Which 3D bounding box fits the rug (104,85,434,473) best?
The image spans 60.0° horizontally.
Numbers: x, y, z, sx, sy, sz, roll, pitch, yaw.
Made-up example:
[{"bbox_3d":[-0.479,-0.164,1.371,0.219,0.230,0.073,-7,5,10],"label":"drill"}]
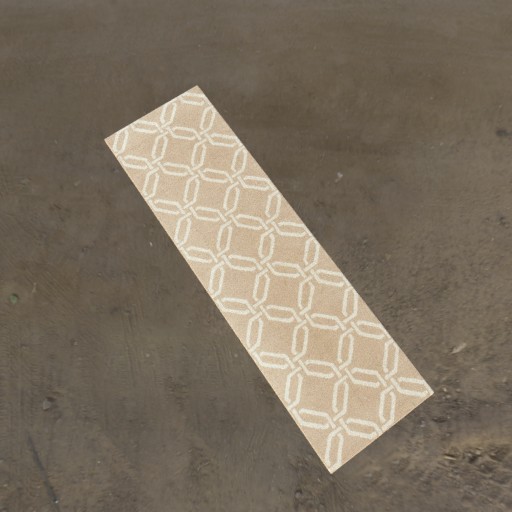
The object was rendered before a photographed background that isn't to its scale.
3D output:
[{"bbox_3d":[0.000,0.000,2.509,0.678,0.014,2.276,-34,77,-9],"label":"rug"}]
